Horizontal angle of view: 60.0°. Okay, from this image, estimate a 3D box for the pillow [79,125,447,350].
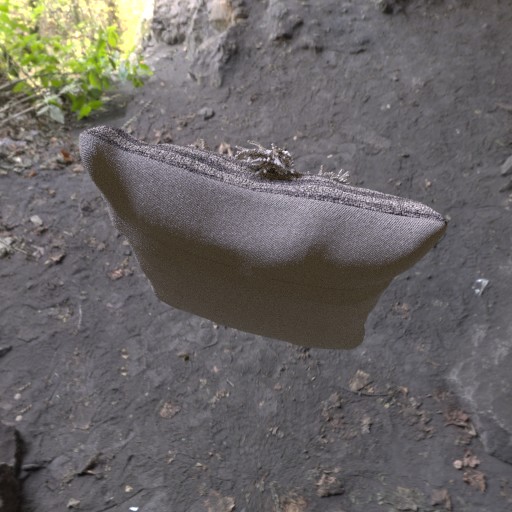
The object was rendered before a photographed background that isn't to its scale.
[{"bbox_3d":[0.000,0.000,0.769,0.484,0.490,0.234,15,65,8],"label":"pillow"}]
